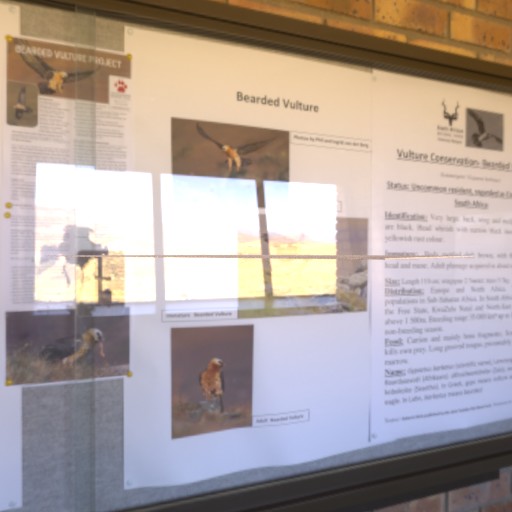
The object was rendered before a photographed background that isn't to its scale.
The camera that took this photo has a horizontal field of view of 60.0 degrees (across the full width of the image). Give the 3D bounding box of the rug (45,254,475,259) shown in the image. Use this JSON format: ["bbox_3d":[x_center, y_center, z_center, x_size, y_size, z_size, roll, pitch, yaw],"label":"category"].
[{"bbox_3d":[0.000,0.000,3.615,2.895,0.006,1.981,0,1,37],"label":"rug"}]
